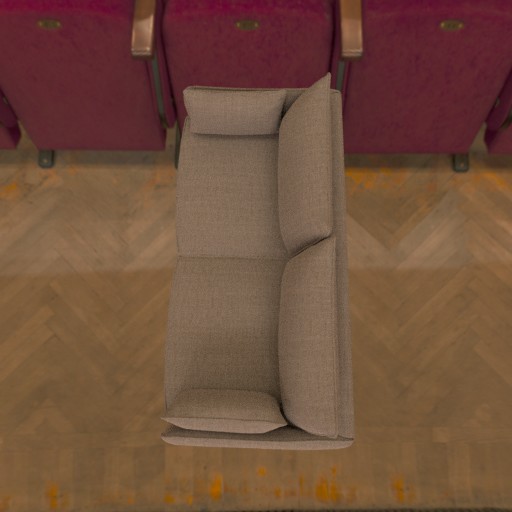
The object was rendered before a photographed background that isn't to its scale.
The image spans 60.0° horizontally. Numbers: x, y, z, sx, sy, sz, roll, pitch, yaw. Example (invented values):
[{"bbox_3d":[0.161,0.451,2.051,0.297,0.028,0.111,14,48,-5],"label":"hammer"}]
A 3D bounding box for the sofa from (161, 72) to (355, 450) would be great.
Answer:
[{"bbox_3d":[0.000,0.000,2.495,0.972,0.851,1.989,1,75,0],"label":"sofa"}]
